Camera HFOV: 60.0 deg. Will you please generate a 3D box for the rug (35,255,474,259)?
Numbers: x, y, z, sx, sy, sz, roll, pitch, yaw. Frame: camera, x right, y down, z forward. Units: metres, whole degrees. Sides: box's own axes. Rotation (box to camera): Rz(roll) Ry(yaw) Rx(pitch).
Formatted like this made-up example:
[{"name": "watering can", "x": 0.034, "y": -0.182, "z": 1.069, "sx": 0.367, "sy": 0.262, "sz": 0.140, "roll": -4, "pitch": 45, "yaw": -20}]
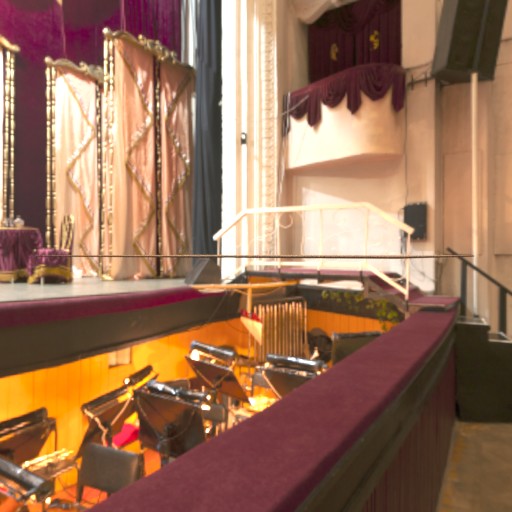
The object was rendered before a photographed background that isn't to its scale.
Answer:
[{"name": "rug", "x": 0.000, "y": 0.000, "z": 2.767, "sx": 2.238, "sy": 0.008, "sz": 1.593, "roll": 0, "pitch": 0, "yaw": 35}]
